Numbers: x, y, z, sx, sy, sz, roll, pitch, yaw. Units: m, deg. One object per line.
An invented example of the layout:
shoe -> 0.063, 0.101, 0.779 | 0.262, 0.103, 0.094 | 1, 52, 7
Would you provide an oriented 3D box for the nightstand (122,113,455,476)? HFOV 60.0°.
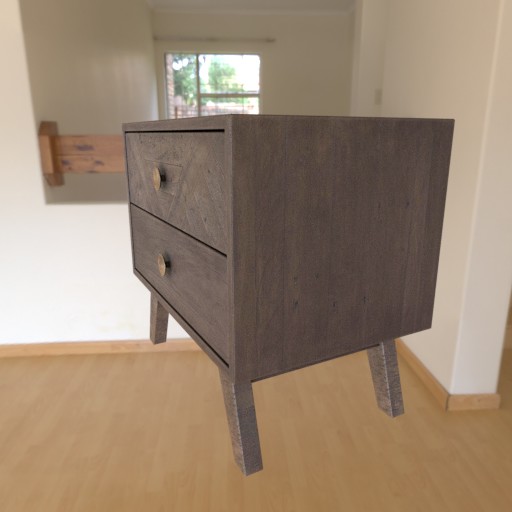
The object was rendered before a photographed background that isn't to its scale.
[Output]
nightstand -> 0.000, 0.000, 1.032 | 0.450, 0.599, 0.650 | -8, 17, -27
